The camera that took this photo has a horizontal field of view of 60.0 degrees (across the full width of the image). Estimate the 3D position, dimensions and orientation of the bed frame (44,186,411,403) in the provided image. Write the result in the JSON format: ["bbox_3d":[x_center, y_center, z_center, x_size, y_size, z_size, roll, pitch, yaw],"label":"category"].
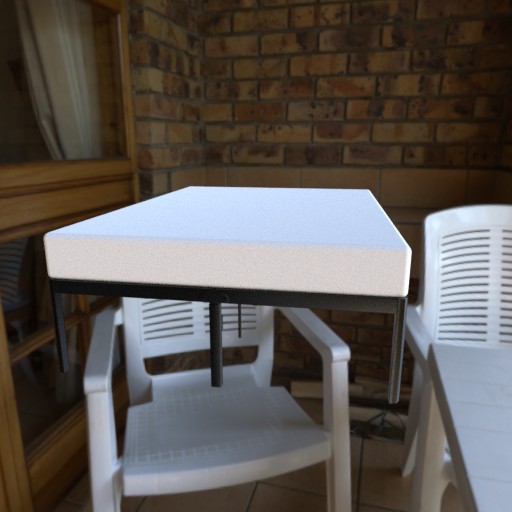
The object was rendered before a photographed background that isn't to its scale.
[{"bbox_3d":[0.000,0.000,2.836,1.557,0.659,2.072,2,15,9],"label":"bed frame"}]
